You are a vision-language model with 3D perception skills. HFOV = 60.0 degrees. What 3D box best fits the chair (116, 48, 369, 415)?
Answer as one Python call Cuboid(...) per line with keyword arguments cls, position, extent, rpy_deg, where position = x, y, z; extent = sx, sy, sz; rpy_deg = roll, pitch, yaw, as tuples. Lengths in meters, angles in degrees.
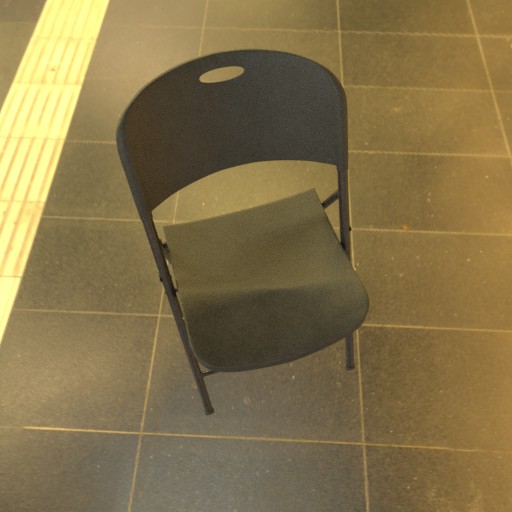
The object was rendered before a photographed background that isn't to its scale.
Cuboid(cls="chair", position=(0.000, 0.000, 1.143), extent=(0.494, 0.810, 0.566), rpy_deg=(-15, 64, -8))
